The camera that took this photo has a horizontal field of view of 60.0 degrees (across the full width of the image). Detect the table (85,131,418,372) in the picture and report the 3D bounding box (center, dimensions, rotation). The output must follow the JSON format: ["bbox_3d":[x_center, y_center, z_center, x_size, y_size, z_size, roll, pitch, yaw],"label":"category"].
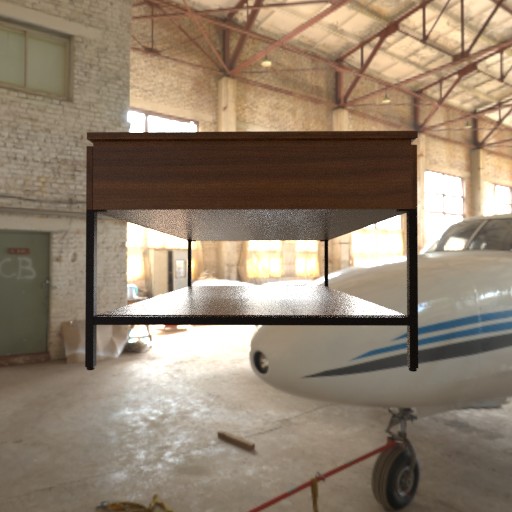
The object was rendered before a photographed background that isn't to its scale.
[{"bbox_3d":[0.000,0.000,1.293,0.574,0.414,1.057,0,-1,1],"label":"table"}]
